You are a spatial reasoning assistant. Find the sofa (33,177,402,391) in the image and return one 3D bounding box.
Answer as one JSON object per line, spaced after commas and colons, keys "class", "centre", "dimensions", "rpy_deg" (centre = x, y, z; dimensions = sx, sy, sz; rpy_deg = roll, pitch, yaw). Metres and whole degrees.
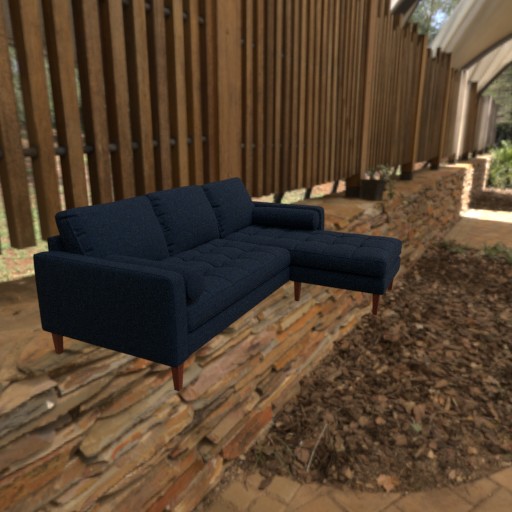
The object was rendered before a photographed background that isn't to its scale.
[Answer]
{"class": "sofa", "centre": [0.000, 0.000, 2.984], "dimensions": [1.613, 0.841, 2.185], "rpy_deg": [8, 18, 26]}
